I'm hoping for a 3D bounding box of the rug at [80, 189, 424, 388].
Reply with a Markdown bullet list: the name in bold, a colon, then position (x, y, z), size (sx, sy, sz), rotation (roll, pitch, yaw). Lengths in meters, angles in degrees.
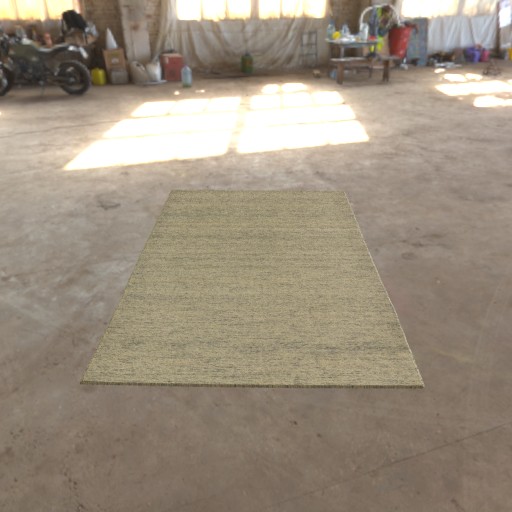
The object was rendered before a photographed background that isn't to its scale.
- **rug**: position (0.000, 0.000, 2.370), size (1.243, 0.014, 1.846), rotation (0, 30, 1)
